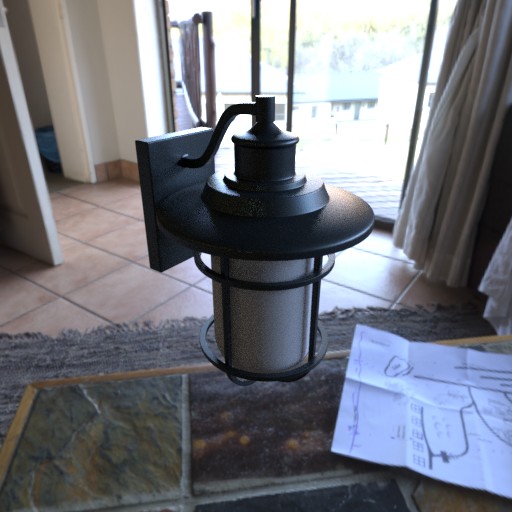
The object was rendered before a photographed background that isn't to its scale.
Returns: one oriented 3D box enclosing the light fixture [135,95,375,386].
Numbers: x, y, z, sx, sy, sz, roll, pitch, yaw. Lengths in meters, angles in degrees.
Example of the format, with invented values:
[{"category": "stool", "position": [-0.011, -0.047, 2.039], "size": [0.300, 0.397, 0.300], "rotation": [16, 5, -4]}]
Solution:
[{"category": "light fixture", "position": [0.000, 0.000, 0.503], "size": [0.252, 0.345, 0.222], "rotation": [18, 31, 33]}]
